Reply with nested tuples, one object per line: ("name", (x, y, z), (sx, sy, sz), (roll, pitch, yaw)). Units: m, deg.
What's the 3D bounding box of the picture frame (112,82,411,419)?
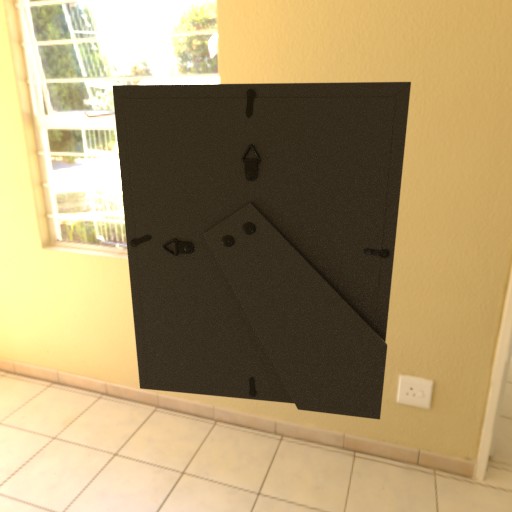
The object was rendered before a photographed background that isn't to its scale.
("picture frame", (0.000, 0.000, 0.393), (0.232, 0.284, 0.042), (3, 18, 9))
